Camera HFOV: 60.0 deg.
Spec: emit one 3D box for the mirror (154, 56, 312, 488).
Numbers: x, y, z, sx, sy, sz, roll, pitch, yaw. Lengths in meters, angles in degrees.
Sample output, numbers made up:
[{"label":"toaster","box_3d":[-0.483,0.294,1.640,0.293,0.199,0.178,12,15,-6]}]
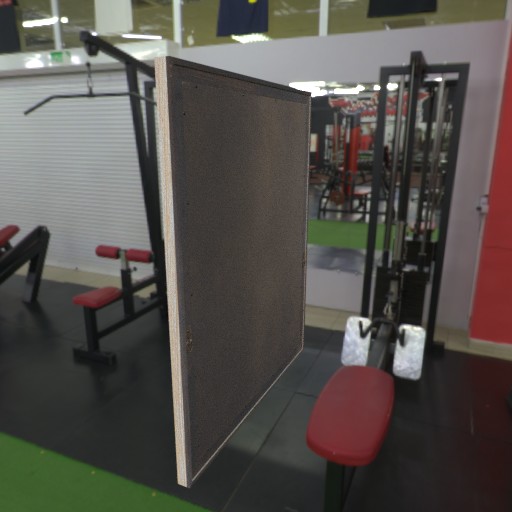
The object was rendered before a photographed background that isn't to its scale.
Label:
[{"label":"mirror","box_3d":[0.000,0.000,1.187,0.032,0.882,0.730,7,17,25]}]
